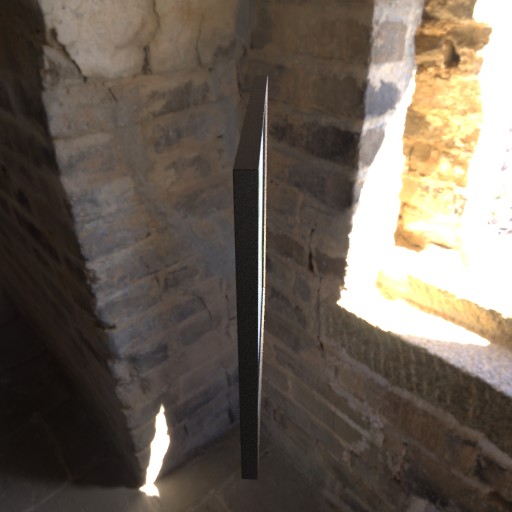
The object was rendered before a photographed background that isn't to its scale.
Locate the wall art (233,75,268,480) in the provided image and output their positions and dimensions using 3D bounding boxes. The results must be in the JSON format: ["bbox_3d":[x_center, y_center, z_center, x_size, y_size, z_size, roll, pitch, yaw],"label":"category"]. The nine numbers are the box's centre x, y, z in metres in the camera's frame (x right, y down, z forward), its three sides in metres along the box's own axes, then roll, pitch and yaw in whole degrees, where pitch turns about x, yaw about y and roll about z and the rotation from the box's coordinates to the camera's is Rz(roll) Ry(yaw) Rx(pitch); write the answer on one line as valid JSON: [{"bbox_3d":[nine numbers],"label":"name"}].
[{"bbox_3d":[0.000,0.000,1.167,0.038,0.765,0.765,1,32,2],"label":"wall art"}]
